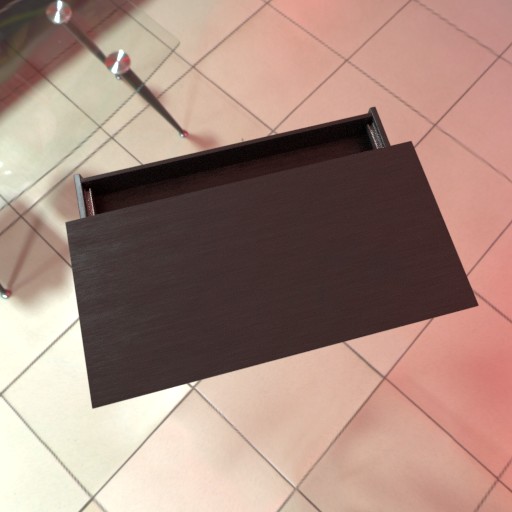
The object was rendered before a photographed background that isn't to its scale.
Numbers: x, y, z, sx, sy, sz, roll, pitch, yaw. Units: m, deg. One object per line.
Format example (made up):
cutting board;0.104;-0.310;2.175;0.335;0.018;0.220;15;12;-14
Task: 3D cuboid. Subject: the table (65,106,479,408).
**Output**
table;0.000;0.000;1.474;1.000;0.570;0.712;-14;74;-4
